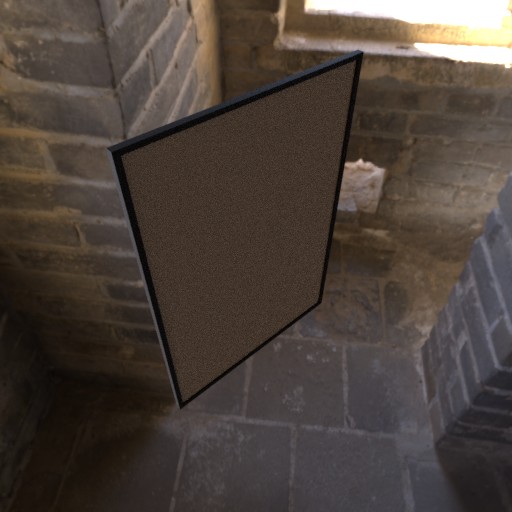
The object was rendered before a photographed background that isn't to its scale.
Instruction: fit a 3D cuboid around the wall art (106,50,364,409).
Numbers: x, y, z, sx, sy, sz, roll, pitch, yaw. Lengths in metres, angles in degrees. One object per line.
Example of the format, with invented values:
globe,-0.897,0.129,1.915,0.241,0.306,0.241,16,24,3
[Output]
wall art,0.000,0.000,0.862,0.460,0.660,0.013,-32,53,-27
